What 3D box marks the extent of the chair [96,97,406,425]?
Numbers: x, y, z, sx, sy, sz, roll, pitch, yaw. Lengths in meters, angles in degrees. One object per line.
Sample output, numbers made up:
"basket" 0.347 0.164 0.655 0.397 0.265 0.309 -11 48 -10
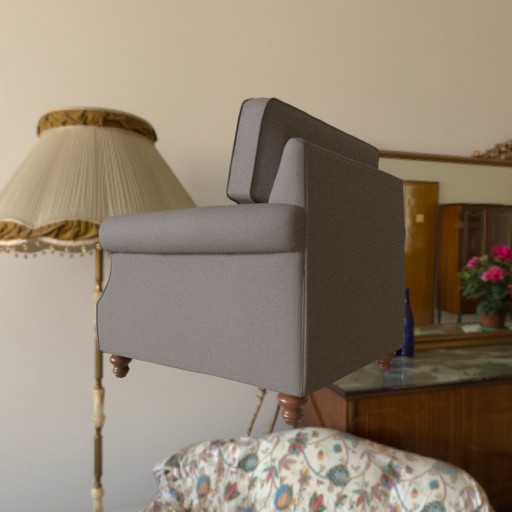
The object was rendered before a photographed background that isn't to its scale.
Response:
"chair" 0.000 0.000 1.813 0.966 0.967 1.029 0 1 37
